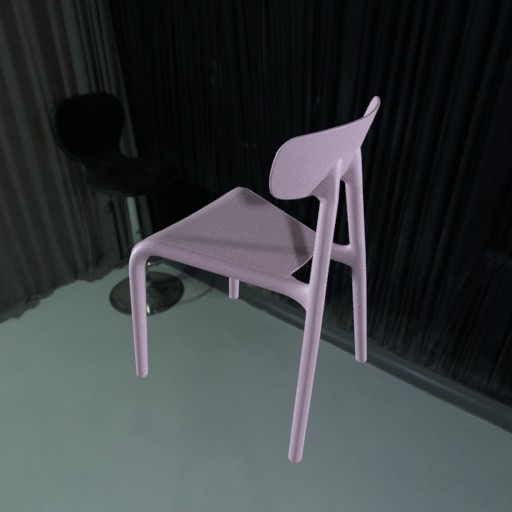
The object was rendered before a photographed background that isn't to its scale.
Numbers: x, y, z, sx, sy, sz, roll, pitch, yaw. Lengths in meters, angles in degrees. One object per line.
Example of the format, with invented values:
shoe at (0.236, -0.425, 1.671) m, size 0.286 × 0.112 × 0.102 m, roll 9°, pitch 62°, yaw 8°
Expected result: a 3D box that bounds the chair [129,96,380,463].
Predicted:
chair at (0.000, 0.000, 0.843) m, size 0.401 × 0.580 × 0.356 m, roll 21°, pitch 38°, yaw 29°
